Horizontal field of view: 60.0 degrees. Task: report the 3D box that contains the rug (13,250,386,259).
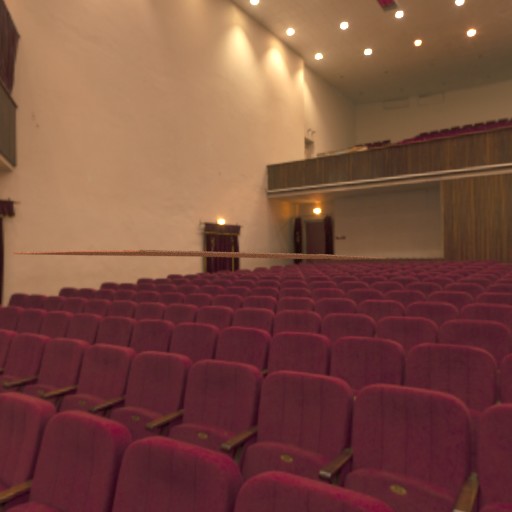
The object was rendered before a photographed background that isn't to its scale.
[{"bbox_3d":[0.000,0.000,2.555,0.741,0.014,2.390,-1,-1,34],"label":"rug"}]
